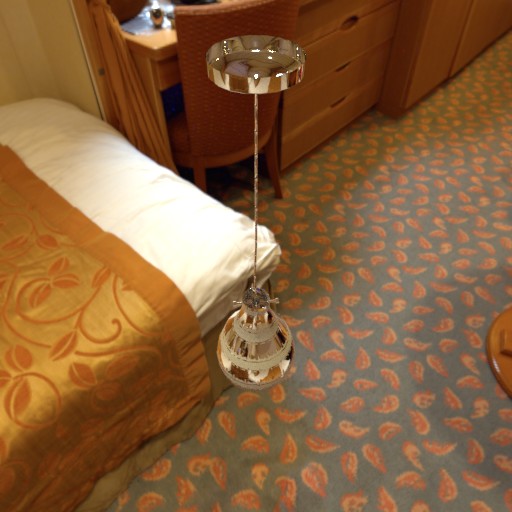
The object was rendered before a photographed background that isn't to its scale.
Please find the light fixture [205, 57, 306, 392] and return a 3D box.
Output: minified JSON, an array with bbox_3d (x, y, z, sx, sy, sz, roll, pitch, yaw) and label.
[{"bbox_3d":[0.000,0.000,1.627,0.374,1.457,0.374,-4,47,-4],"label":"light fixture"}]
